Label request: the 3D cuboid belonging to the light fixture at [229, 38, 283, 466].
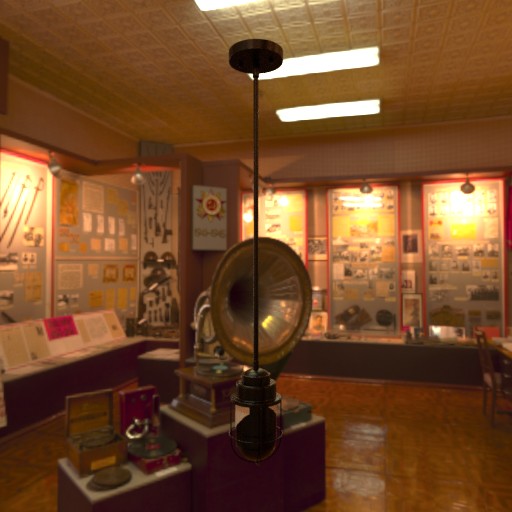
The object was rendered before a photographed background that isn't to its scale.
[{"bbox_3d":[0.000,0.000,0.992,0.123,0.920,0.123,0,-1,18],"label":"light fixture"}]
